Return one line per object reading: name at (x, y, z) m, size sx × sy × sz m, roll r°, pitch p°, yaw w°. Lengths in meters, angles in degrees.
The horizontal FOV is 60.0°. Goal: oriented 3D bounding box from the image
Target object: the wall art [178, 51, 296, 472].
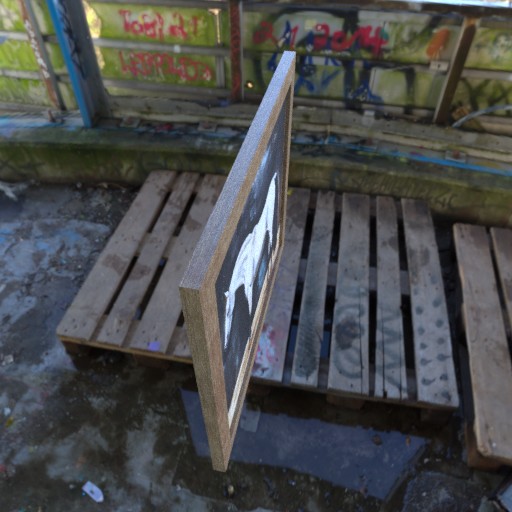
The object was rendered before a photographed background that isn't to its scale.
wall art at (0.000, 0.000, 0.943) m, size 0.026 × 0.588 × 0.690 m, roll 9°, pitch 47°, yaw 9°
